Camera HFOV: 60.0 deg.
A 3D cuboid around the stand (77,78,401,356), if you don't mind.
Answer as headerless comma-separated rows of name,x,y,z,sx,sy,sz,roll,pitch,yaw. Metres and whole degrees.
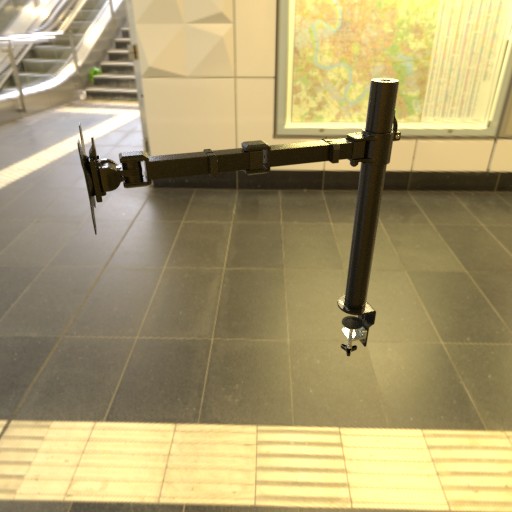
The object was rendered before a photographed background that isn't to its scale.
stand,0.000,0.000,0.708,0.456,0.510,0.115,-9,31,-16
